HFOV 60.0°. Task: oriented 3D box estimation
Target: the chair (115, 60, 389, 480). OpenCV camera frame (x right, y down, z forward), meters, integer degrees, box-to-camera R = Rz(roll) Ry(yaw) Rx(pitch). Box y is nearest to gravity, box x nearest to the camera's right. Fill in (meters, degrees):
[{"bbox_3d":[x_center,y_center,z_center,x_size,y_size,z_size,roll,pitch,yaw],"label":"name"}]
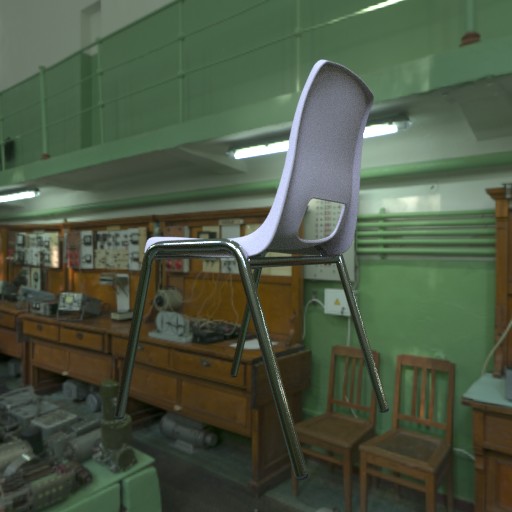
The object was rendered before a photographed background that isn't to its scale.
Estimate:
[{"bbox_3d":[0.000,0.000,0.909,0.436,0.653,0.381,1,1,37],"label":"chair"}]
